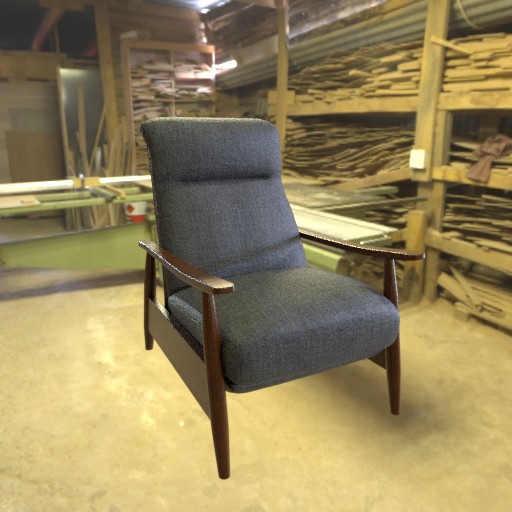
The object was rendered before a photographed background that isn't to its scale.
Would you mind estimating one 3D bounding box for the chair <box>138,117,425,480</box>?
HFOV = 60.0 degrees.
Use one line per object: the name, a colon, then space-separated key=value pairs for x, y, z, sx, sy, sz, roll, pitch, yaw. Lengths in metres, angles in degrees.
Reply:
chair: x=0.000 y=0.000 z=1.779 sx=0.762 sy=1.082 sz=1.030 roll=-8 pitch=18 yaw=-26
